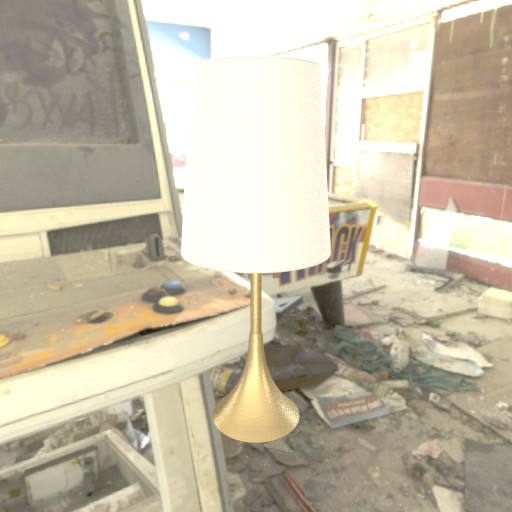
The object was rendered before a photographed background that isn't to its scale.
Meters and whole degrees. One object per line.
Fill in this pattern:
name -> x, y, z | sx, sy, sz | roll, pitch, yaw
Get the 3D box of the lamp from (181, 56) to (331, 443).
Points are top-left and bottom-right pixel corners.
lamp -> 0.000, 0.000, 0.694 | 0.231, 0.569, 0.231 | 0, 16, 0
